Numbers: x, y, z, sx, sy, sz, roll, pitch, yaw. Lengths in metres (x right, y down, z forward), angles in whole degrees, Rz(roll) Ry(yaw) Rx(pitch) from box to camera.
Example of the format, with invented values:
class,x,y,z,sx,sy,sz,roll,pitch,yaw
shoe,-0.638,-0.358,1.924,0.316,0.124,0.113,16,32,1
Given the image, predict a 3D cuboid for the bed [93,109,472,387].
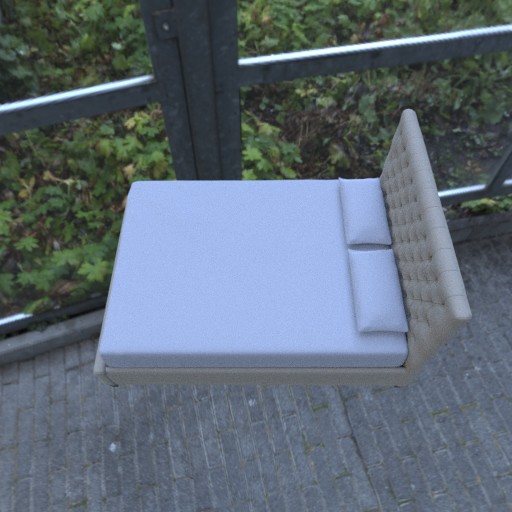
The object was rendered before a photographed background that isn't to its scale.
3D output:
class,x,y,z,sx,sy,sz,roll,pitch,yaw
bed,0.000,0.000,3.422,2.387,1.427,1.698,0,58,0
